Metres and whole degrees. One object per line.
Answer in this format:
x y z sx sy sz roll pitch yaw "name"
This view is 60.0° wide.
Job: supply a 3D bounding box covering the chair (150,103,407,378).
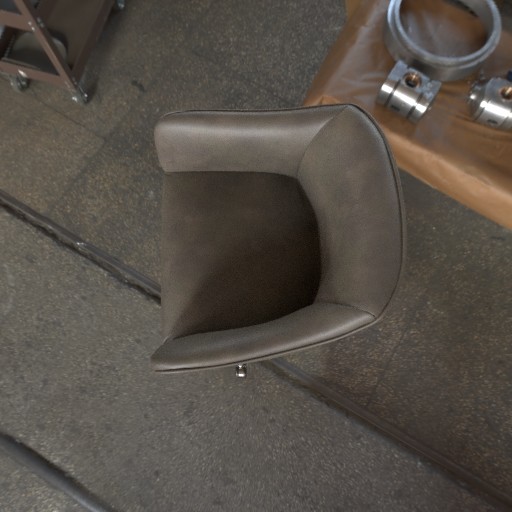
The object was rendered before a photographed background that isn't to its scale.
0.000 0.000 1.353 0.689 0.827 0.713 -3 74 -1 "chair"
